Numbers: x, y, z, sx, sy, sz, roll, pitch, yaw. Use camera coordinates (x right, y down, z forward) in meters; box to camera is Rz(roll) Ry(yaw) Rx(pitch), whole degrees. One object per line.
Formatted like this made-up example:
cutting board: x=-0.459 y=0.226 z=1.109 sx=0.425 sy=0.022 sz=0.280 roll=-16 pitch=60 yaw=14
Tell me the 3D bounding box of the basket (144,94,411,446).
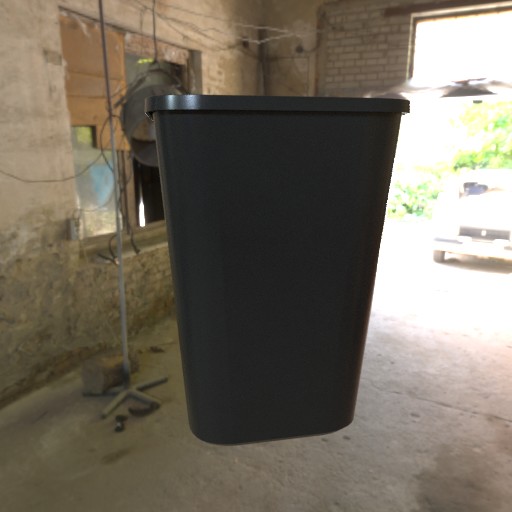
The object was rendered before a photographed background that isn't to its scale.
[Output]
basket: x=0.000 y=0.000 z=0.492 sx=0.211 sy=0.307 sz=0.300 roll=-3 pitch=15 yaw=-10
